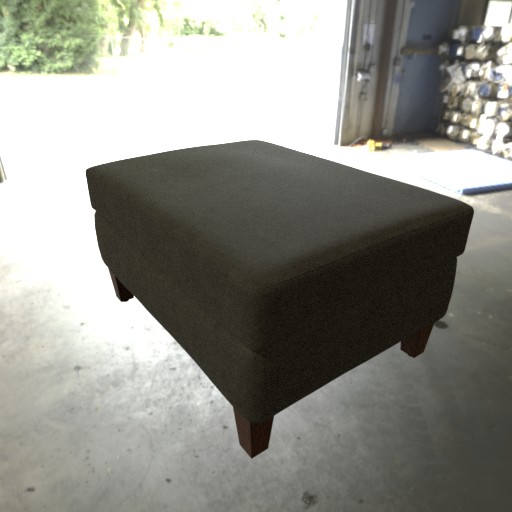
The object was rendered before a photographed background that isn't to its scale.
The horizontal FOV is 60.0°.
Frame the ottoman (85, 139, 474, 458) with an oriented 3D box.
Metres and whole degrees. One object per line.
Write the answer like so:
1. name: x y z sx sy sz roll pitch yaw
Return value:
1. ottoman: 0.000 0.000 1.218 0.639 0.464 0.839 -18 33 -32
